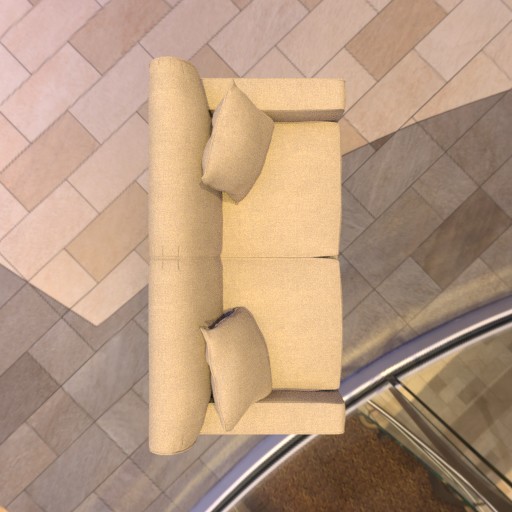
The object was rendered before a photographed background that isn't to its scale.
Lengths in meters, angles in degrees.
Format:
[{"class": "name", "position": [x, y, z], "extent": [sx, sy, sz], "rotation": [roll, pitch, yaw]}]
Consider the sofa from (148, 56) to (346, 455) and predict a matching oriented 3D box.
[{"class": "sofa", "position": [0.000, 0.000, 2.440], "extent": [0.998, 0.958, 1.846], "rotation": [0, 90, 0]}]
